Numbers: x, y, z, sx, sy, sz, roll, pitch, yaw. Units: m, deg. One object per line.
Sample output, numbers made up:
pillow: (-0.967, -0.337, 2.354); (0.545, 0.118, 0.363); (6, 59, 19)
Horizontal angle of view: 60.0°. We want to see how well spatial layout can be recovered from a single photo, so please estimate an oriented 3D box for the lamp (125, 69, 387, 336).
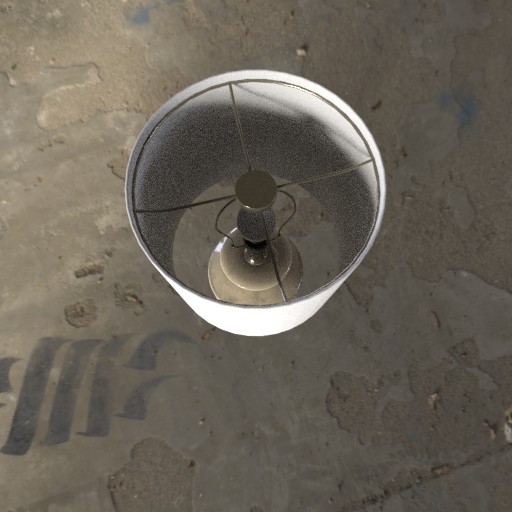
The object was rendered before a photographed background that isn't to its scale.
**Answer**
lamp: (0.000, 0.000, 0.576); (0.211, 0.455, 0.211); (1, 74, 0)
